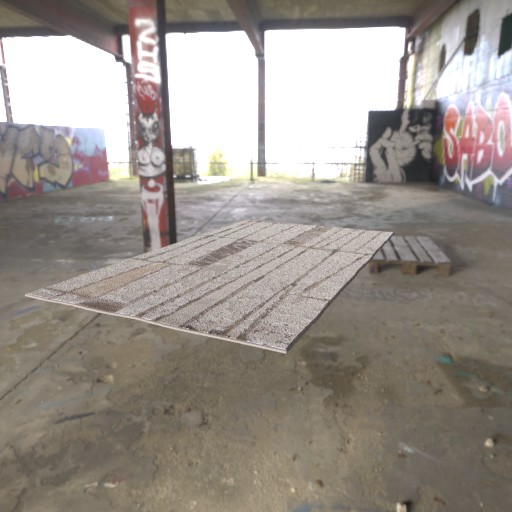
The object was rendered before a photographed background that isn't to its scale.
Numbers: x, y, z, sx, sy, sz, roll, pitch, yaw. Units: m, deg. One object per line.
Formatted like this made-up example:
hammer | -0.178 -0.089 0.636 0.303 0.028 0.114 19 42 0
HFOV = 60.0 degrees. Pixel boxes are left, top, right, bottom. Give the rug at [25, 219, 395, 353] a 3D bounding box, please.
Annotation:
rug | 0.000 0.000 1.071 0.515 0.007 0.867 7 16 25
